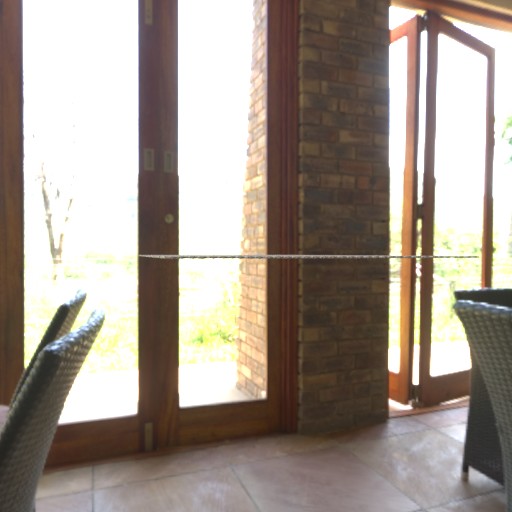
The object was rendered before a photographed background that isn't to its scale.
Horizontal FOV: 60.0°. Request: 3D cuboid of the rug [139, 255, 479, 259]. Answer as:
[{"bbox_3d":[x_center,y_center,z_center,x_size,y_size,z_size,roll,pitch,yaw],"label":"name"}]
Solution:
[{"bbox_3d":[0.000,0.000,2.497,1.196,0.008,2.006,0,0,-17],"label":"rug"}]
